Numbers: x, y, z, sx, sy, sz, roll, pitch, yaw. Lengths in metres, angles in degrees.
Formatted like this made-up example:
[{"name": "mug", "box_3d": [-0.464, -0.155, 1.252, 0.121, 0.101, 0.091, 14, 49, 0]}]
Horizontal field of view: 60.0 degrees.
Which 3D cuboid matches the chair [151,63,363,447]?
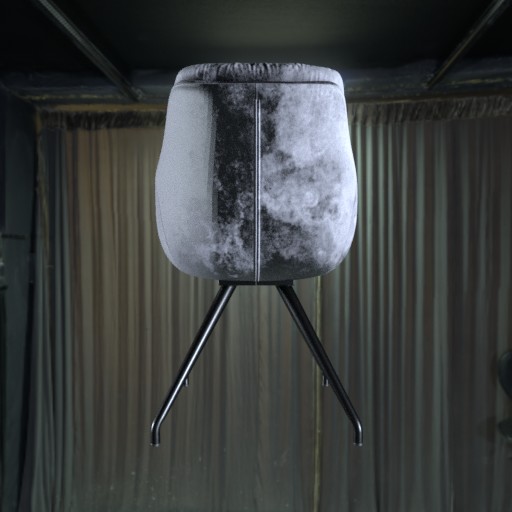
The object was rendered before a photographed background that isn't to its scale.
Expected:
[{"name": "chair", "box_3d": [0.000, 0.000, 1.256, 0.579, 0.888, 0.569, 0, 0, 0]}]
